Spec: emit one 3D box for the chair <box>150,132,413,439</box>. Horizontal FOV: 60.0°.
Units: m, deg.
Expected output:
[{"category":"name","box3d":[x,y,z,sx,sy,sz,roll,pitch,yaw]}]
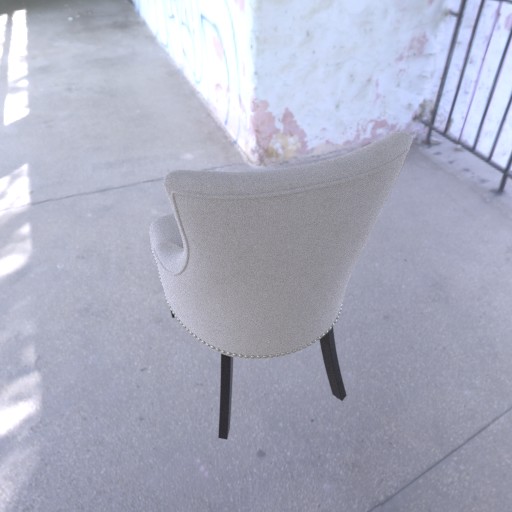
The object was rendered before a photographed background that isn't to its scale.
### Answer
[{"category":"chair","box3d":[0.000,0.000,1.297,0.566,0.909,0.629,-13,43,-14]}]
